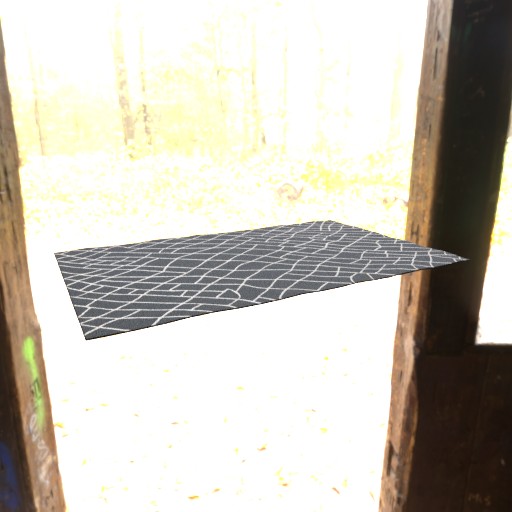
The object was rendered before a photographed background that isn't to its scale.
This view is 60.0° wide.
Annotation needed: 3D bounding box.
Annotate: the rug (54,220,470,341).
[{"bbox_3d":[0.000,0.000,3.057,2.448,0.017,1.529,-9,18,-27],"label":"rug"}]
